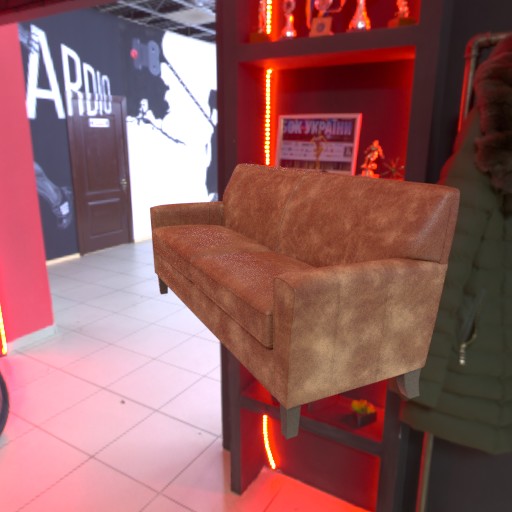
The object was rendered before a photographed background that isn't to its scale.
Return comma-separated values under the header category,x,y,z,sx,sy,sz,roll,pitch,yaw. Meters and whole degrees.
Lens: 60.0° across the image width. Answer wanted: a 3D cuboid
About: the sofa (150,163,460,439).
category,x,y,z,sx,sy,sz,roll,pitch,yaw
sofa,0.000,0.000,2.572,0.805,0.947,2.053,-7,16,-26
